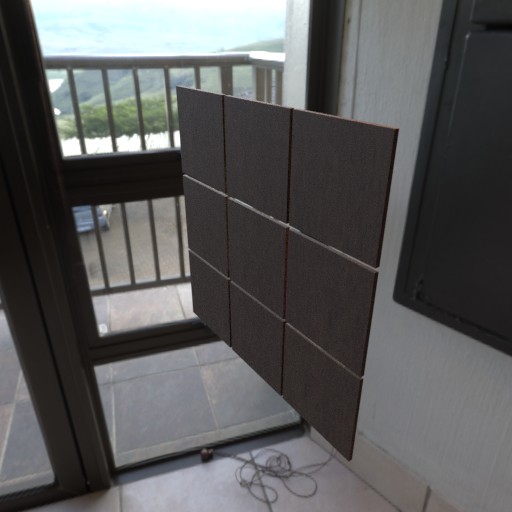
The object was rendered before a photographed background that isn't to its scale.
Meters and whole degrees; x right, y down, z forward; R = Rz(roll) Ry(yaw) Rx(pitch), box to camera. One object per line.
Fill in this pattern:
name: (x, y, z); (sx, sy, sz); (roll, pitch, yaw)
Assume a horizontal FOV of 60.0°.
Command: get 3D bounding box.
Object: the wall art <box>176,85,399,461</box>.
wall art: (0.000, 0.000, 1.373); (0.013, 0.914, 0.915); (-18, 32, -31)
